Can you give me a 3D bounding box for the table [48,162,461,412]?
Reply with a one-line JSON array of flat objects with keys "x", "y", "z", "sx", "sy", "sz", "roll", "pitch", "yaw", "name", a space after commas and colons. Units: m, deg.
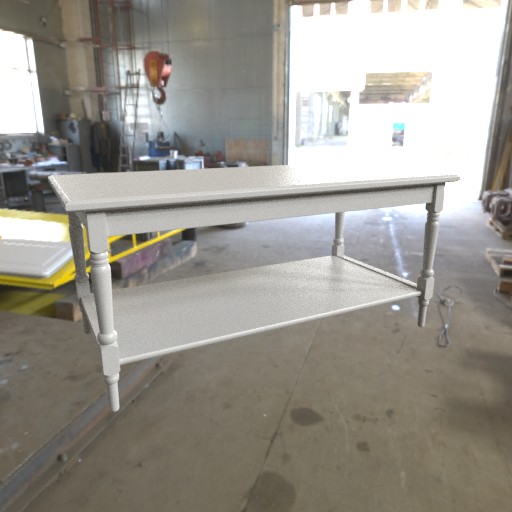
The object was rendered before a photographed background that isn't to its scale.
[{"x": 0.000, "y": 0.000, "z": 1.397, "sx": 1.109, "sy": 0.506, "sz": 0.551, "roll": -8, "pitch": 18, "yaw": -26, "name": "table"}]
